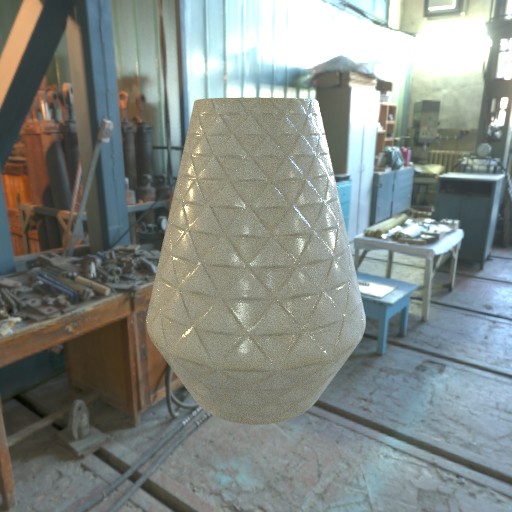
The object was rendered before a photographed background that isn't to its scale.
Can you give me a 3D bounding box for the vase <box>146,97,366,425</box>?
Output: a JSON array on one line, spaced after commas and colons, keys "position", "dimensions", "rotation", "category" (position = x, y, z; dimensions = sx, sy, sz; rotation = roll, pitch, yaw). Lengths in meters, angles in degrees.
[{"position": [0.000, 0.000, 0.349], "dimensions": [0.175, 0.230, 0.175], "rotation": [0, 16, 0], "category": "vase"}]
